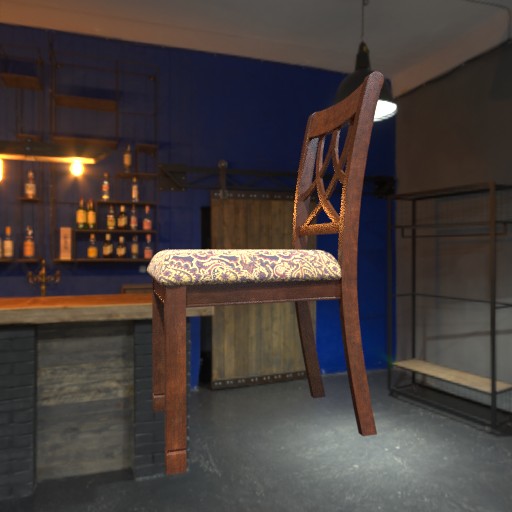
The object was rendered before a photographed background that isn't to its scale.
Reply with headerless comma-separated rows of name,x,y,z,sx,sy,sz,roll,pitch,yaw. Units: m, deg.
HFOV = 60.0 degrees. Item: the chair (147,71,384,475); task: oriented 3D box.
chair,0.000,0.000,1.269,0.584,0.965,0.457,0,1,-17
